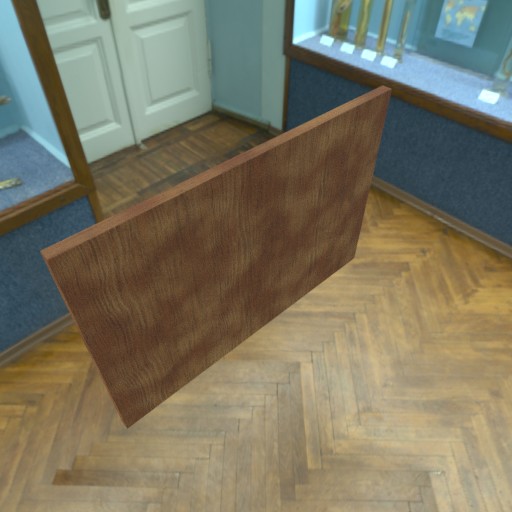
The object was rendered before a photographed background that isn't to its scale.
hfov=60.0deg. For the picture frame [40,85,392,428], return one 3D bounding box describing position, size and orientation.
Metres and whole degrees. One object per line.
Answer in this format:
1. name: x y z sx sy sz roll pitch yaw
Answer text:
1. picture frame: 0.000 0.000 1.187 0.950 0.640 0.029 -33 53 -28
